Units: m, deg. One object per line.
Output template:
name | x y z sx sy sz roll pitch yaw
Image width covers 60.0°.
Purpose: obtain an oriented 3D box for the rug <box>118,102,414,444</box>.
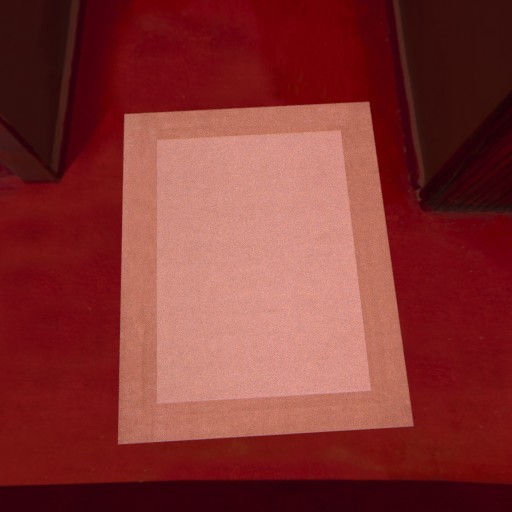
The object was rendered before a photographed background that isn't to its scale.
rug | 0.000 0.000 4.026 2.438 0.014 3.048 -3 76 -1
